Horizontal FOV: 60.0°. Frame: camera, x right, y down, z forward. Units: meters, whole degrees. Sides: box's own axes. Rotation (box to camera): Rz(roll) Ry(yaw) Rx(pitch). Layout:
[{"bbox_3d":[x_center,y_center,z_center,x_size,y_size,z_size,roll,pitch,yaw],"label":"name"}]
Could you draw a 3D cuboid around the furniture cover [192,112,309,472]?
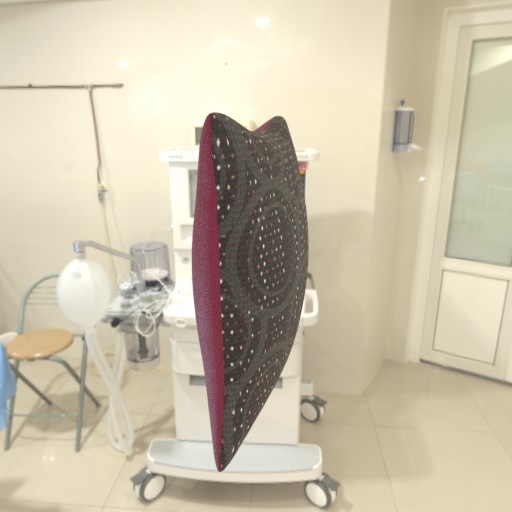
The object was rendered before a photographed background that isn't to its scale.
[{"bbox_3d":[0.000,0.000,0.837,0.193,0.509,0.552,3,17,11],"label":"furniture cover"}]
